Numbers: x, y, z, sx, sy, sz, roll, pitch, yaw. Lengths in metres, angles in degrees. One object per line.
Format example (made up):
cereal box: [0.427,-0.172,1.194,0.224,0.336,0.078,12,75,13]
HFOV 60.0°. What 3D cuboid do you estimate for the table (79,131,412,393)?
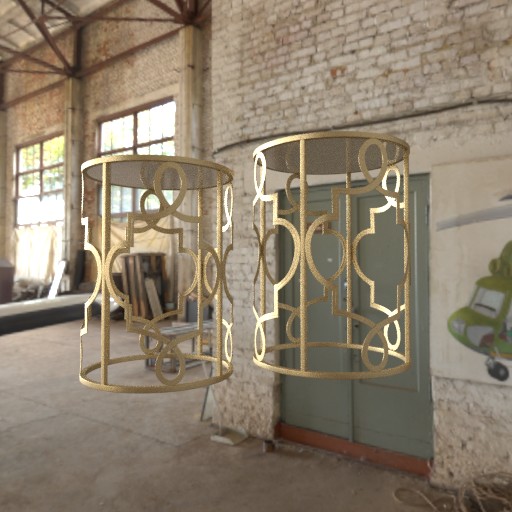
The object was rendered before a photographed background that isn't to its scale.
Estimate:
table: [0.000,0.000,1.150,0.846,0.564,0.420,0,-1,-18]
